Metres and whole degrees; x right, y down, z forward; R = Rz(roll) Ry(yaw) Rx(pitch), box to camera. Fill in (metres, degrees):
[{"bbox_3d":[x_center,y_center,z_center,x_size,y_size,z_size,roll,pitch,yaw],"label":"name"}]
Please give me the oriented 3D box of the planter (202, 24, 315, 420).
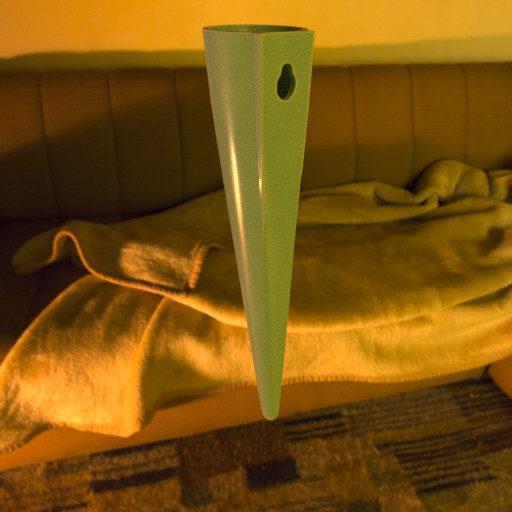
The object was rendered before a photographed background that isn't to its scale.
[{"bbox_3d":[0.000,0.000,0.291,0.054,0.268,0.055,-18,35,-29],"label":"planter"}]
